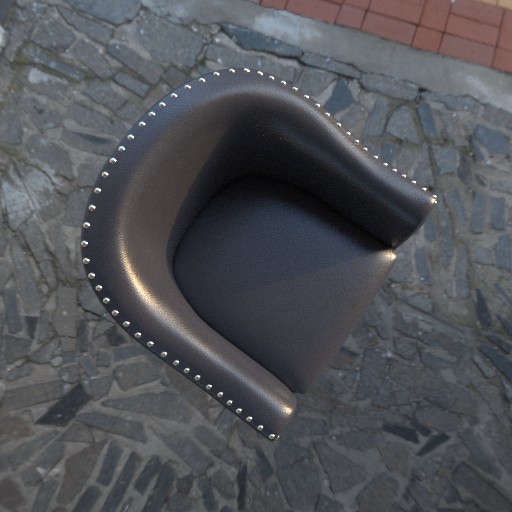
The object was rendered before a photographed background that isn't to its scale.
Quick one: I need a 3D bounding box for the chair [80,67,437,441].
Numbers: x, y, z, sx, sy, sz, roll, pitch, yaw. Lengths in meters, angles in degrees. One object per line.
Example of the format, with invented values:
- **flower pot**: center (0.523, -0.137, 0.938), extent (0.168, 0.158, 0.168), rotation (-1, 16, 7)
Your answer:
- **chair**: center (0.000, 0.000, 1.401), extent (0.748, 0.823, 0.794), rotation (35, 79, 8)
